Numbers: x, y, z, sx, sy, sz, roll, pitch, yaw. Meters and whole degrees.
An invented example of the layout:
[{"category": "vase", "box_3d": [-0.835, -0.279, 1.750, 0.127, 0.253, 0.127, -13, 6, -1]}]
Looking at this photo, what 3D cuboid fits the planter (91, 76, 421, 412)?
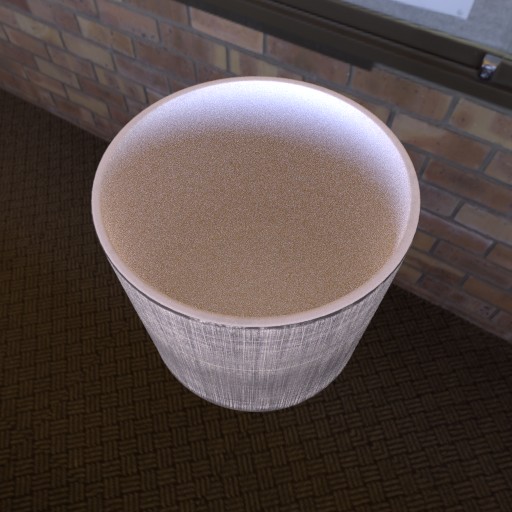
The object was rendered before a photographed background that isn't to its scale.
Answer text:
[{"category": "planter", "box_3d": [0.000, 0.000, 0.387, 0.221, 0.201, 0.221, 0, 58, 0]}]
